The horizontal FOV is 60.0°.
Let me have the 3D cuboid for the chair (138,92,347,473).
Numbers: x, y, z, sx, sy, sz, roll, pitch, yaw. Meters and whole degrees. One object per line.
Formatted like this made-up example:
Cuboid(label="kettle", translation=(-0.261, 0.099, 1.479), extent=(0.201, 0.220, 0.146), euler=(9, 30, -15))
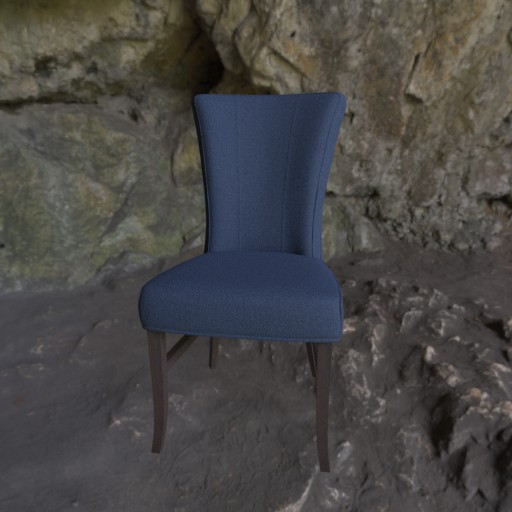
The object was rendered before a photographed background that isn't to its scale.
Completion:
Cuboid(label="chair", translation=(0.000, 0.000, 1.362), extent=(0.520, 0.991, 0.660), euler=(2, 15, 9))
